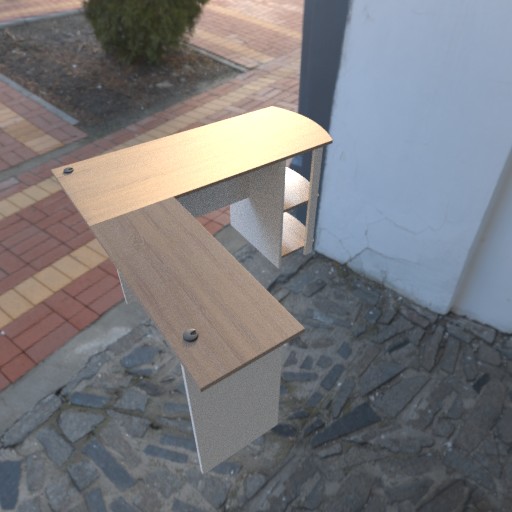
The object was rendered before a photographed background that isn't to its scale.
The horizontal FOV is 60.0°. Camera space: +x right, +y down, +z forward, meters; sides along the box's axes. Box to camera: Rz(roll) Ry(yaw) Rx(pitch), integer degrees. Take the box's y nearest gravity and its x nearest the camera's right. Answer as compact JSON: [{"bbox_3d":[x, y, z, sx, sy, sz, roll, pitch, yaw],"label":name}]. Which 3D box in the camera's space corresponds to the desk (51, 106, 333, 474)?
[{"bbox_3d":[0.000,0.000,2.088,1.303,0.716,1.361,-25,47,-25],"label":"desk"}]
